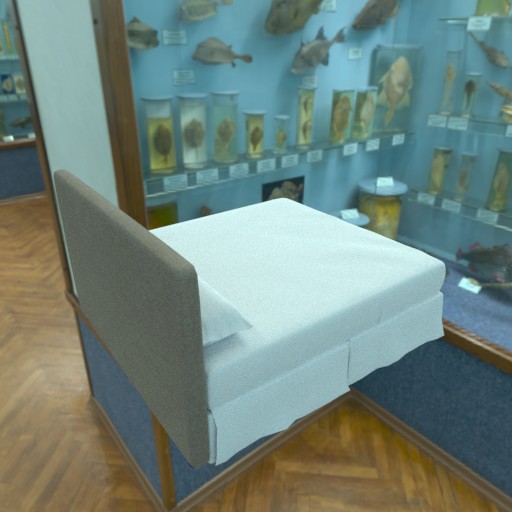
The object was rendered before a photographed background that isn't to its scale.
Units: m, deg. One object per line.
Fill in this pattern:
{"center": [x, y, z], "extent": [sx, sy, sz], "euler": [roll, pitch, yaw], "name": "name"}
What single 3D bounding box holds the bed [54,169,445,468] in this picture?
{"center": [0.000, 0.000, 3.494], "extent": [2.341, 1.317, 2.119], "euler": [-18, 31, -32], "name": "bed"}
